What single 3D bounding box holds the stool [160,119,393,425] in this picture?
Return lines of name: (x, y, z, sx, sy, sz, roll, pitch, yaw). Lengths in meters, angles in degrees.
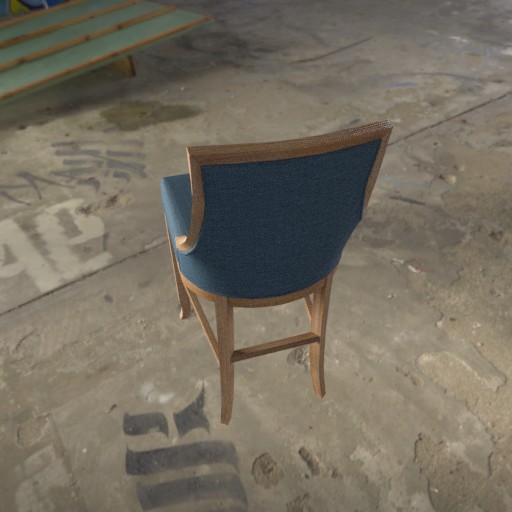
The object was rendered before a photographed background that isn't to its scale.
stool: (0.000, 0.000, 1.450, 0.524, 1.101, 0.626, -11, 43, -12)
